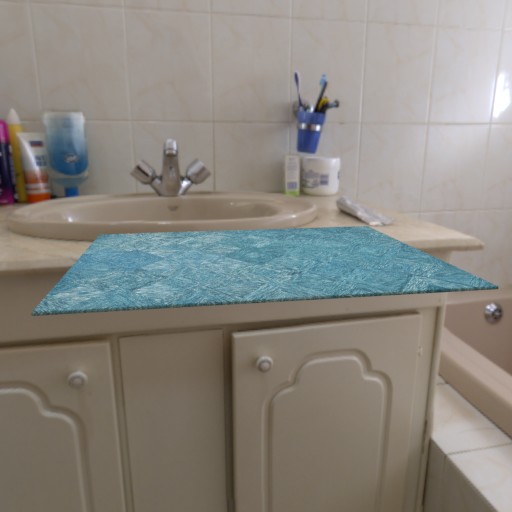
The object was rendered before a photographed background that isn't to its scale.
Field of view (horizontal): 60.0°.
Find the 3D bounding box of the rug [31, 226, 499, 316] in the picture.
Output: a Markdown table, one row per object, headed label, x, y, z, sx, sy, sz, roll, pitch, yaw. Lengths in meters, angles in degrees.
| label | x | y | z | sx | sy | sz | roll | pitch | yaw |
| --- | --- | --- | --- | --- | --- | --- | --- | --- | --- |
| rug | 0.000 | 0.000 | 4.145 | 3.217 | 0.027 | 2.405 | -2 | 15 | -9 |
